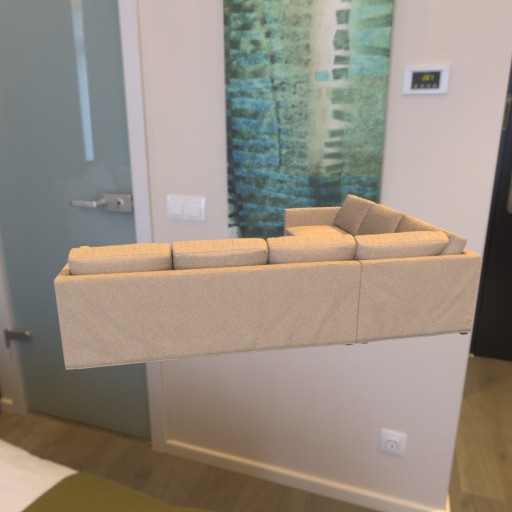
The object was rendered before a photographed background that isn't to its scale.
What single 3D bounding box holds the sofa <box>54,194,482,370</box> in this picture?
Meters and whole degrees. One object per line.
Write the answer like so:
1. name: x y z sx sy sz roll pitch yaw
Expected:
1. sofa: 0.000 0.000 4.392 3.182 0.871 2.432 -3 16 -10
